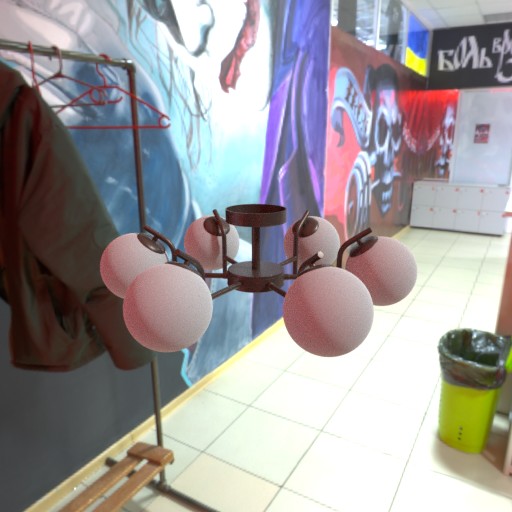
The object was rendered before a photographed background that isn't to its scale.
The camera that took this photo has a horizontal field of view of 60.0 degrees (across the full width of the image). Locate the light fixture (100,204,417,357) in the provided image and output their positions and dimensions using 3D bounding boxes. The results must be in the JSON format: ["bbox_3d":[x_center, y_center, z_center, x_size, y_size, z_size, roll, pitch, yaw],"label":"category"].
[{"bbox_3d":[0.000,0.000,0.929,0.662,0.201,0.662,0,15,0],"label":"light fixture"}]
